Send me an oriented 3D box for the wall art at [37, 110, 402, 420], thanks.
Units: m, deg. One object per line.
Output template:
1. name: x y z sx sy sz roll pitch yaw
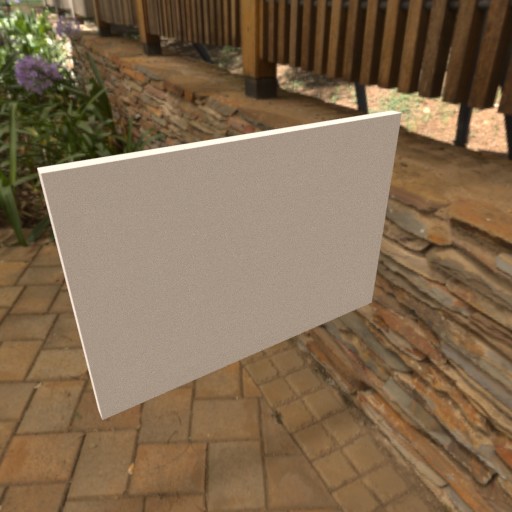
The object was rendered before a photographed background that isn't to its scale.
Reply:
1. wall art: 0.000 0.000 1.656 1.308 0.902 0.051 -18 34 -28
